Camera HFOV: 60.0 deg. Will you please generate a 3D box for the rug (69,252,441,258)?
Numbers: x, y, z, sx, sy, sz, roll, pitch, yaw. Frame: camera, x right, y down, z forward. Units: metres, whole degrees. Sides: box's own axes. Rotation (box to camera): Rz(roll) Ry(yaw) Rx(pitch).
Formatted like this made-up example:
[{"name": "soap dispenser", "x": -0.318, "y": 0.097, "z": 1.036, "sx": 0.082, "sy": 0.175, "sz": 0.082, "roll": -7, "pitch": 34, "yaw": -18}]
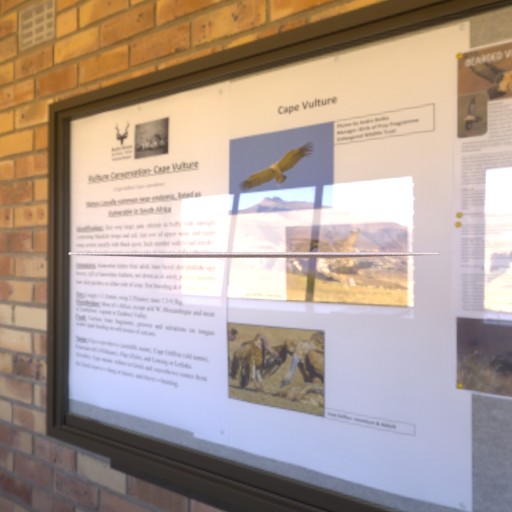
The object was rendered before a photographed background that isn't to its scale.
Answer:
[{"name": "rug", "x": 0.000, "y": 0.000, "z": 3.807, "sx": 2.005, "sy": 0.014, "sz": 2.878, "roll": 0, "pitch": -1, "yaw": 0}]
